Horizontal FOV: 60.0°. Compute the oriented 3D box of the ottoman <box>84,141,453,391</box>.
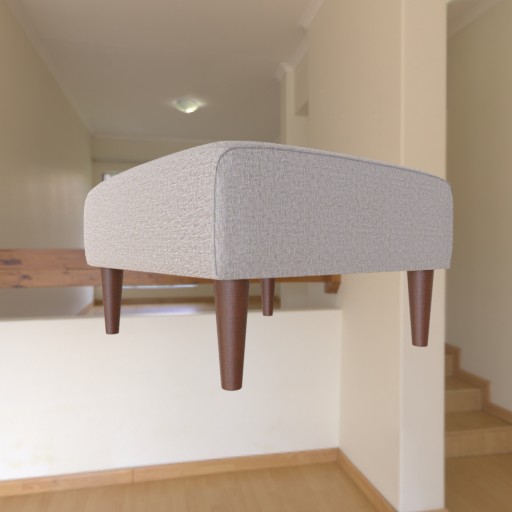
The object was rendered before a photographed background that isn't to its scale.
[{"bbox_3d":[0.000,0.000,1.061,0.648,0.399,0.655,-1,1,-37],"label":"ottoman"}]
